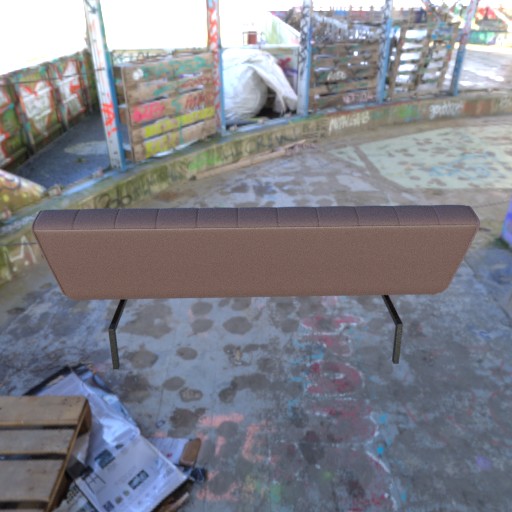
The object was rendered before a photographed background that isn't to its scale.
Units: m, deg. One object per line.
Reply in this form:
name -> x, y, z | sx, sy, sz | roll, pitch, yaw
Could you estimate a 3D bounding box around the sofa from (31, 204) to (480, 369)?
sofa -> 0.000, 0.000, 2.114 | 1.703, 0.699, 0.747 | -1, 30, -1
